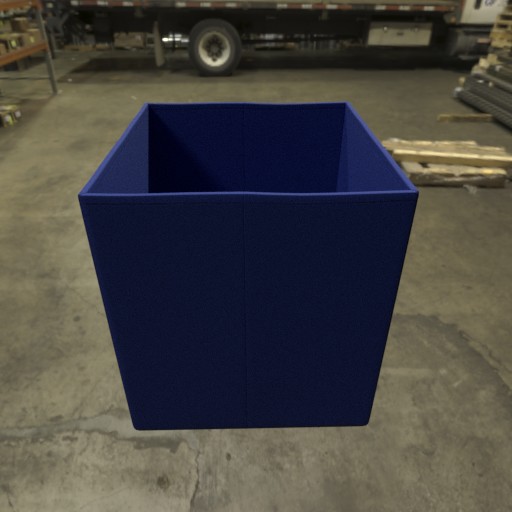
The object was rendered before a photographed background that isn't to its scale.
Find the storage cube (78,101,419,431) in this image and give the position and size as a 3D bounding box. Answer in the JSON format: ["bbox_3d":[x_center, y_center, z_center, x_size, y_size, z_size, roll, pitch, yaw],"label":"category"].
[{"bbox_3d":[0.000,0.000,0.511,0.270,0.280,0.270,-1,33,-1],"label":"storage cube"}]
